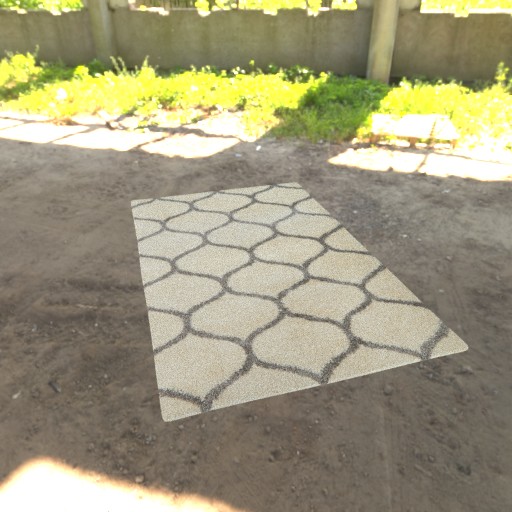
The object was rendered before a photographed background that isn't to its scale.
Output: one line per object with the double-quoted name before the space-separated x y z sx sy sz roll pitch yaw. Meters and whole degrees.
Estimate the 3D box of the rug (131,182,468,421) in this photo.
"rug" 0.000 0.000 2.966 1.501 0.024 2.348 -9 32 -14
